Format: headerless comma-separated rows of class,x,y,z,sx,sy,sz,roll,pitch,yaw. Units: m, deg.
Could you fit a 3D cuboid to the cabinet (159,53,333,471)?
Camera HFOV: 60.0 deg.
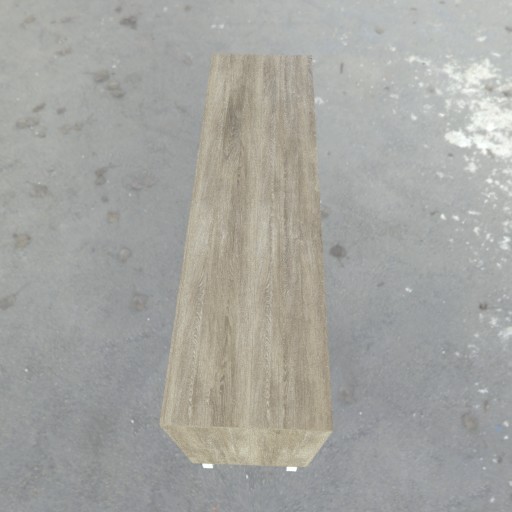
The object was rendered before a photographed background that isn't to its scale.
cabinet,0.000,0.000,1.939,0.450,0.870,1.600,2,58,1
